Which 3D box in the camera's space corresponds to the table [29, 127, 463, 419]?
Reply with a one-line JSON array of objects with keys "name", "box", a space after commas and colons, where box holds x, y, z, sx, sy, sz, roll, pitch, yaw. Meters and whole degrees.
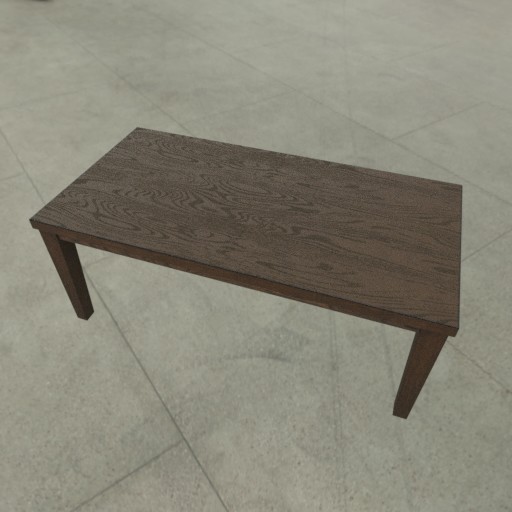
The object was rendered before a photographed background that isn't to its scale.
[{"name": "table", "box": [0.000, 0.000, 2.515, 1.981, 0.762, 1.016, 14, 45, 14]}]
